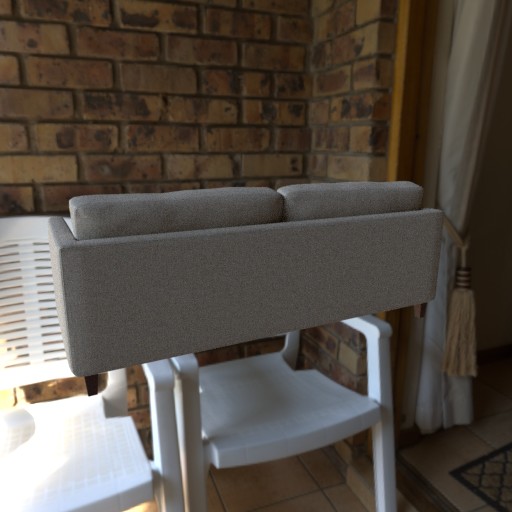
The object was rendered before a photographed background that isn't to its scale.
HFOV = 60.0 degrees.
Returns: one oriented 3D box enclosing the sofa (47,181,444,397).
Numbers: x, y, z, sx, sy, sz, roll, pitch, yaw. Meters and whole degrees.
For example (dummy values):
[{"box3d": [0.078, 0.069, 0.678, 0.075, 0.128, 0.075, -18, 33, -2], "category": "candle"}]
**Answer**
[{"box3d": [0.000, 0.000, 2.925, 2.434, 0.965, 0.951, -7, 16, -26], "category": "sofa"}]
